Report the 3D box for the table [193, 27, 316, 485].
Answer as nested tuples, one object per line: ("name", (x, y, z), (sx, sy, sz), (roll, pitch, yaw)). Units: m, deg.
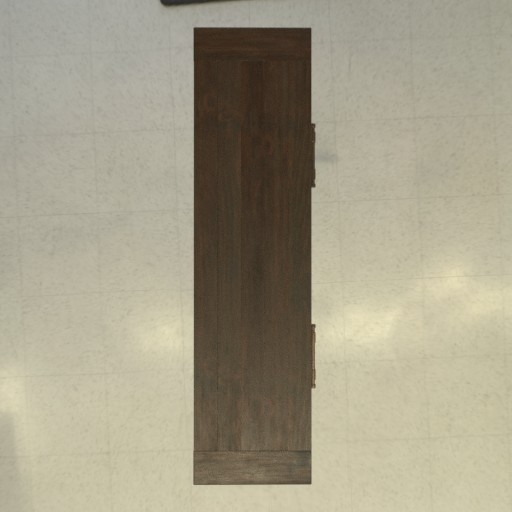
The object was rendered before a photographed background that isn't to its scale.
("table", (0.000, 0.000, 1.926), (0.442, 0.762, 1.599), (0, 90, 0))
